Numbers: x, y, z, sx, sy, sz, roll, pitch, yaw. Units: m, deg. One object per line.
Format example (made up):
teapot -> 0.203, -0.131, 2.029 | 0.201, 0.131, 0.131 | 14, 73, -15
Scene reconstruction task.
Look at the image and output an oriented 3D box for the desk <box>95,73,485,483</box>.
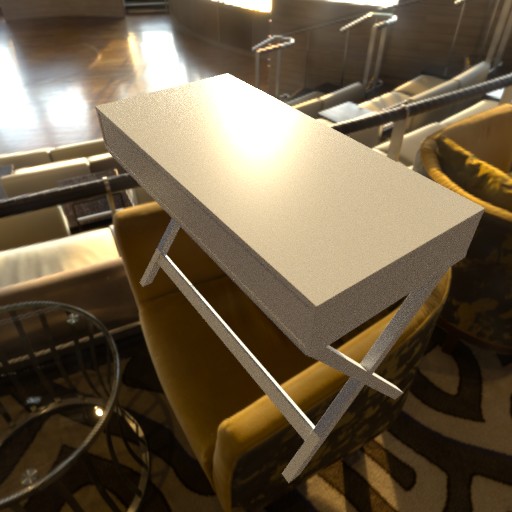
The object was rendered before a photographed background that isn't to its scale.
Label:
desk -> 0.000, 0.000, 1.461 | 0.509, 0.780, 1.059 | -25, 47, -26
